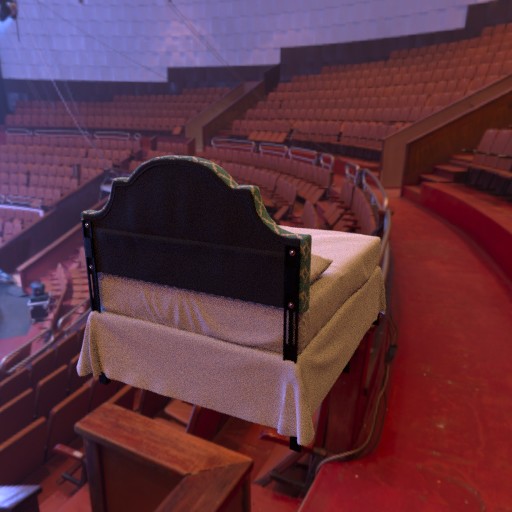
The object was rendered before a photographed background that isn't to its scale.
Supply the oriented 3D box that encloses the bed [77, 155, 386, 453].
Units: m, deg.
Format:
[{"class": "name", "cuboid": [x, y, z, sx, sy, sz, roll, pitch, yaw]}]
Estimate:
[{"class": "bed", "cuboid": [0.000, 0.000, 3.485, 1.780, 1.633, 2.222, 8, 18, 27]}]
